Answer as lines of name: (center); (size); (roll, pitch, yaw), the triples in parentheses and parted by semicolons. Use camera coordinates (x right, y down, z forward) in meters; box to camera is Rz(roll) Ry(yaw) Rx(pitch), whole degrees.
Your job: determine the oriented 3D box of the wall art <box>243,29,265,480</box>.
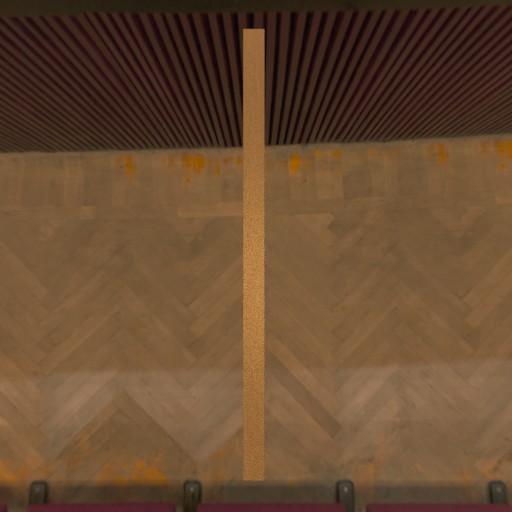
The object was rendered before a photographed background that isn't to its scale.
wall art: (0.000, 0.000, 1.135); (0.036, 0.765, 0.767); (0, 89, 1)
